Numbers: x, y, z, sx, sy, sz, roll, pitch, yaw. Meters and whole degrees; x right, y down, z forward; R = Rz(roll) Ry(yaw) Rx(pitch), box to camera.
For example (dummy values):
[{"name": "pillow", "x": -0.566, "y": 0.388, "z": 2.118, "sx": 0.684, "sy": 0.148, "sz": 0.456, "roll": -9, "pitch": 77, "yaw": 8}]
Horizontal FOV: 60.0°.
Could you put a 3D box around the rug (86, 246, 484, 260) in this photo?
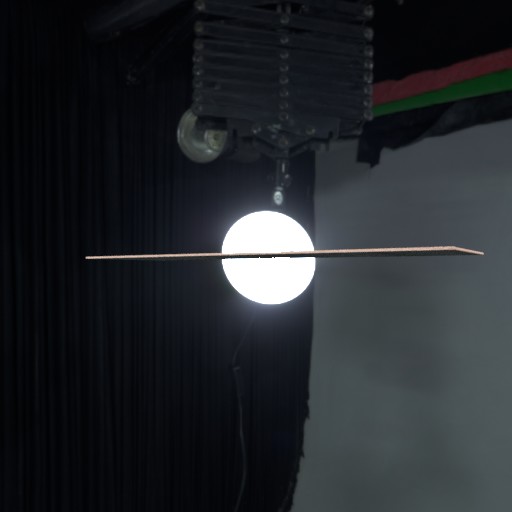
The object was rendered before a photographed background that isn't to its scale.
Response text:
[{"name": "rug", "x": 0.000, "y": 0.000, "z": 2.745, "sx": 2.435, "sy": 0.015, "sz": 0.760, "roll": -1, "pitch": -2, "yaw": 35}]
